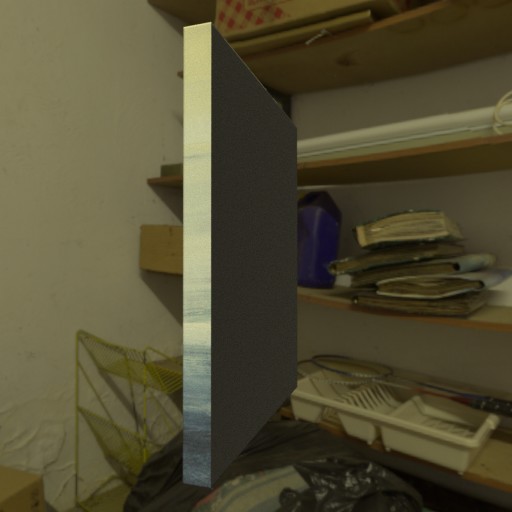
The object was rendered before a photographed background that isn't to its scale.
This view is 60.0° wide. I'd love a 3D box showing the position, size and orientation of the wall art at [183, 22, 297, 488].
[{"bbox_3d":[0.000,0.000,0.816,0.040,0.608,0.489,0,-1,19],"label":"wall art"}]
